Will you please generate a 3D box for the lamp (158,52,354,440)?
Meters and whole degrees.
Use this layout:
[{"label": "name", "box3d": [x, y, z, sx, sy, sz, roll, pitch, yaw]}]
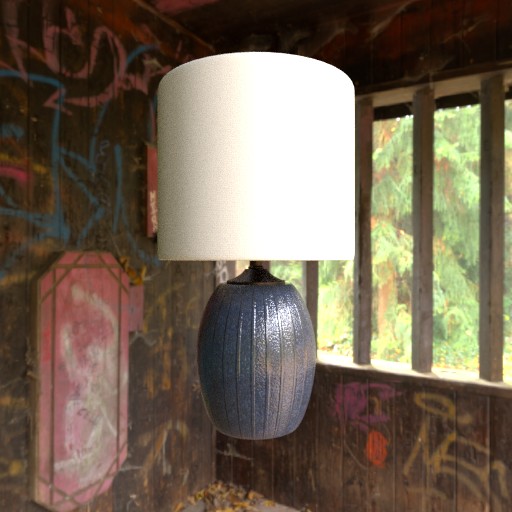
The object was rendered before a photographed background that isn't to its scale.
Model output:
[{"label": "lamp", "box3d": [0.000, 0.000, 0.758, 0.329, 0.570, 0.329, 0, 0, 2]}]
